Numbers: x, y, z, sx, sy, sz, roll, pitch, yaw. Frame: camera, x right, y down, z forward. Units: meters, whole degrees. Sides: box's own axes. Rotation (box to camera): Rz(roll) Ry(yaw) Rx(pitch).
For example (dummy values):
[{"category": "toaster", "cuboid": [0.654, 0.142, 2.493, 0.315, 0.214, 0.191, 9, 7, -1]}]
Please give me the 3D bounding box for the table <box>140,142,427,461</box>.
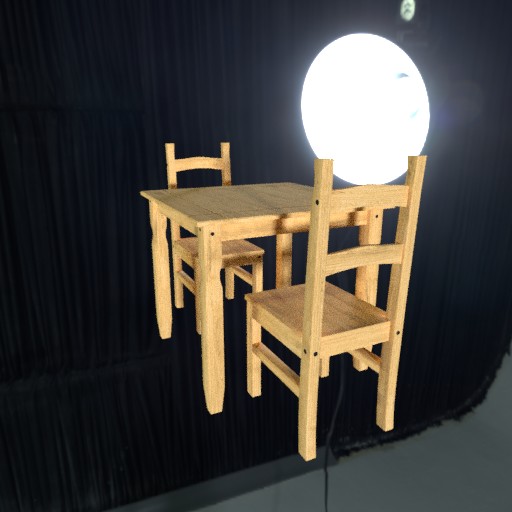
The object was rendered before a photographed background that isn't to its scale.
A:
[{"category": "table", "cuboid": [0.000, 0.000, 1.982, 0.813, 0.942, 1.501, -8, 18, -25]}]
